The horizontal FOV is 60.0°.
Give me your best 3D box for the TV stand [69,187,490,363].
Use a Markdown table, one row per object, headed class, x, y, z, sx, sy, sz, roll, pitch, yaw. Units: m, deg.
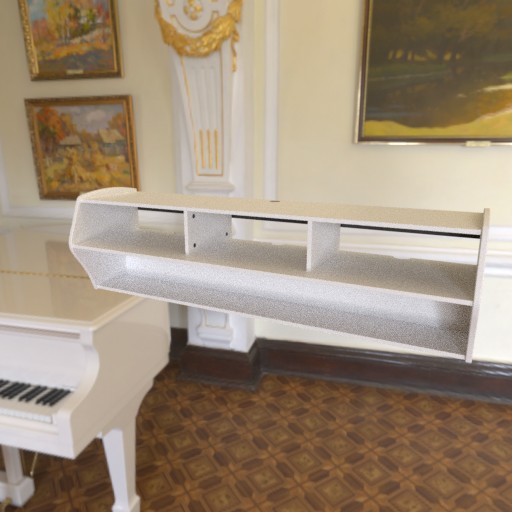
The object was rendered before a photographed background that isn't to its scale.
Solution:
| class | x | y | z | sx | sy | sz | roll | pitch | yaw |
| --- | --- | --- | --- | --- | --- | --- | --- | --- | --- |
| TV stand | 0.000 | 0.000 | 1.616 | 1.473 | 0.424 | 0.397 | 7 | 16 | 26 |
